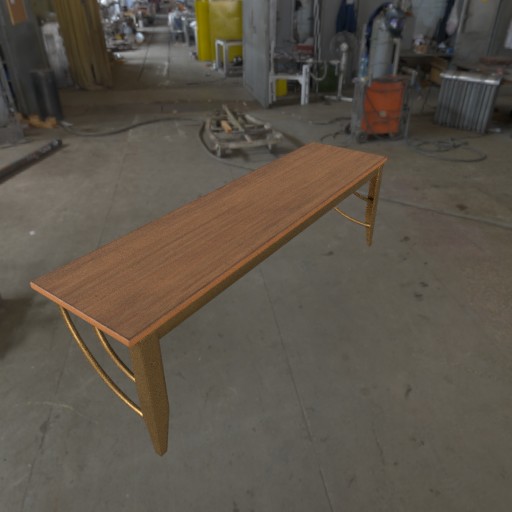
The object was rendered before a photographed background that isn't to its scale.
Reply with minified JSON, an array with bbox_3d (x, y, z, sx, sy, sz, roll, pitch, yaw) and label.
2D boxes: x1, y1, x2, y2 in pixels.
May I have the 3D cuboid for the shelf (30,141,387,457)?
[{"bbox_3d":[0.000,0.000,0.723,0.166,0.190,0.636,21,37,30],"label":"shelf"}]
